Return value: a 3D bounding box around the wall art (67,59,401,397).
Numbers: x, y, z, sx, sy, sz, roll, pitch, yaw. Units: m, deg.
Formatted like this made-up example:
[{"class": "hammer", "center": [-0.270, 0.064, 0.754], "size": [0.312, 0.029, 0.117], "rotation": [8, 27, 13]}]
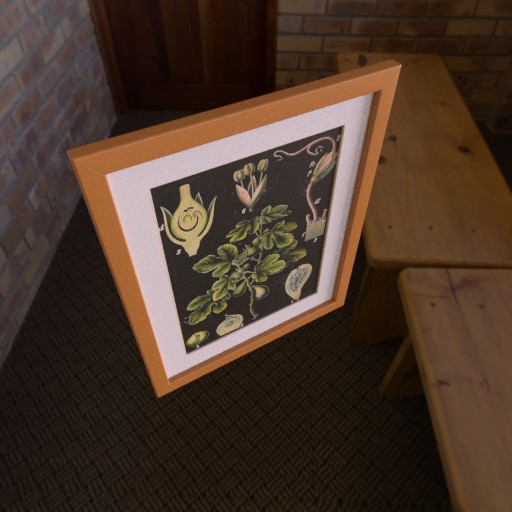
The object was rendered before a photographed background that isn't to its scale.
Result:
[{"class": "wall art", "center": [0.000, 0.000, 0.509], "size": [0.310, 0.379, 0.015], "rotation": [-23, 51, -20]}]
